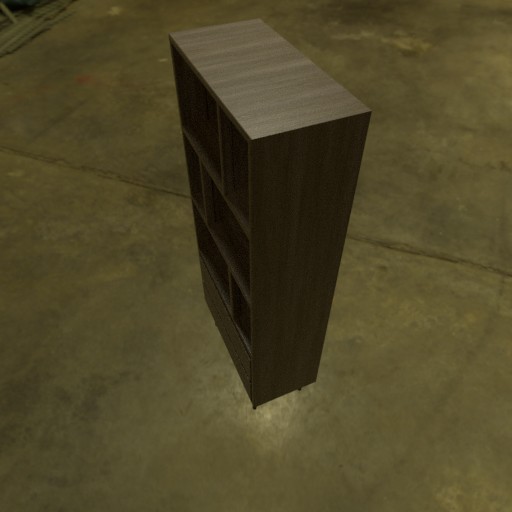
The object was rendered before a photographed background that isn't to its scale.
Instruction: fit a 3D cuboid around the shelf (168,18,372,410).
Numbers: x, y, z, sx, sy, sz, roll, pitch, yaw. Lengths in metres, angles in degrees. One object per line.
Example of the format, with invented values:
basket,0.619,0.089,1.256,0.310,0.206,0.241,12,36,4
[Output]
shelf,0.000,0.000,1.801,0.323,1.545,0.670,-18,49,-16
